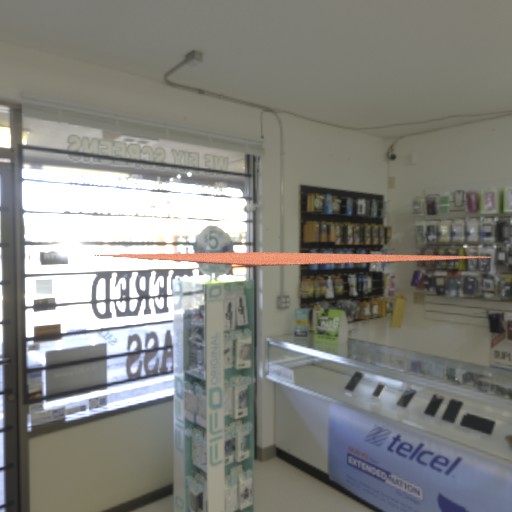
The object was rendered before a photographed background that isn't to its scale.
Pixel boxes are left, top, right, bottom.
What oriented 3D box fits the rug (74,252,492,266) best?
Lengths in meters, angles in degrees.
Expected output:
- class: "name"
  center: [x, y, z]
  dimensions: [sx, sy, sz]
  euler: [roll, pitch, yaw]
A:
- class: "rug"
  center: [0.000, 0.000, 2.729]
  dimensions: [1.594, 0.009, 2.112]
  euler: [-1, 2, -37]
